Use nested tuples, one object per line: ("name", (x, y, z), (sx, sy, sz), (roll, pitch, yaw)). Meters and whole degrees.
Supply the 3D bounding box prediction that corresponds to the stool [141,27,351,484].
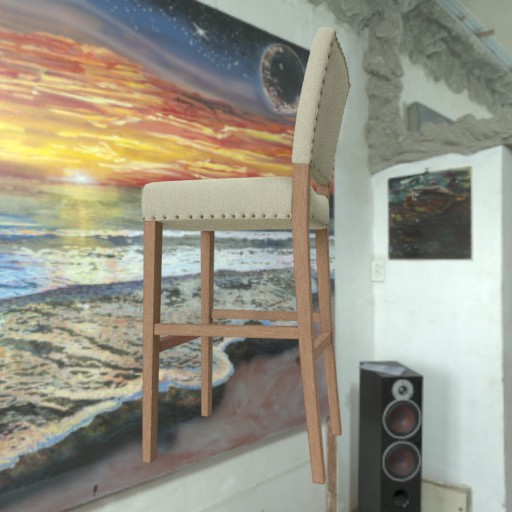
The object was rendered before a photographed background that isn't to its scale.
("stool", (0.000, 0.000, 1.350), (0.546, 1.143, 0.428), (0, -1, 18))
